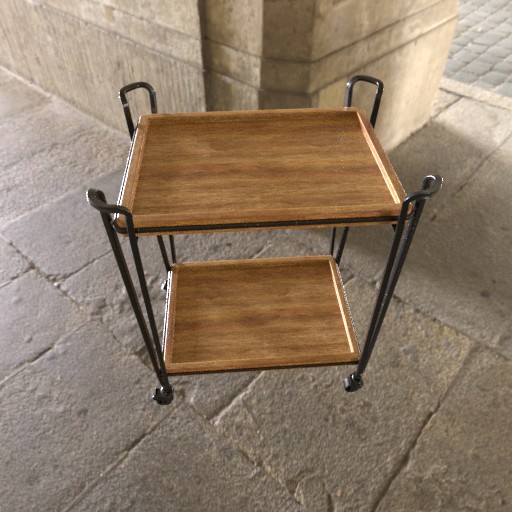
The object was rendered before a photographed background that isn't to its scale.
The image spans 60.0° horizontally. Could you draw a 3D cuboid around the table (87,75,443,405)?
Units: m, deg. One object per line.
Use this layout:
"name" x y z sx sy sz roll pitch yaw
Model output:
"table" 0.000 0.000 1.235 0.672 0.785 0.505 -3 45 -3
